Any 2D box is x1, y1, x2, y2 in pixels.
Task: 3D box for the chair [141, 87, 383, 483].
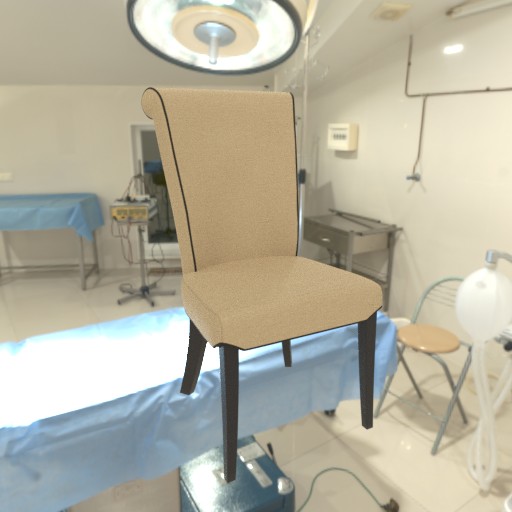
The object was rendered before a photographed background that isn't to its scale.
[{"bbox_3d":[0.000,0.000,1.371,0.522,0.997,0.623,-8,19,-26],"label":"chair"}]
